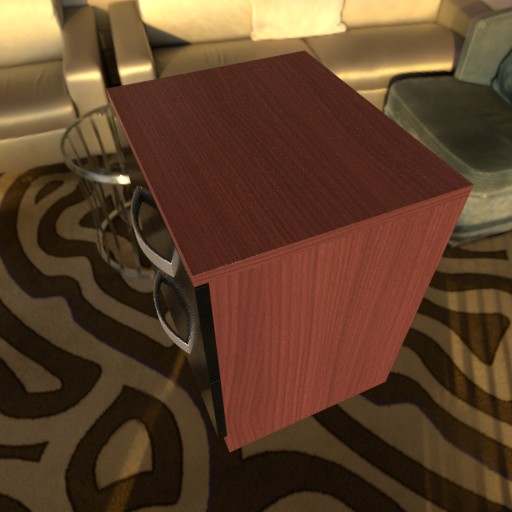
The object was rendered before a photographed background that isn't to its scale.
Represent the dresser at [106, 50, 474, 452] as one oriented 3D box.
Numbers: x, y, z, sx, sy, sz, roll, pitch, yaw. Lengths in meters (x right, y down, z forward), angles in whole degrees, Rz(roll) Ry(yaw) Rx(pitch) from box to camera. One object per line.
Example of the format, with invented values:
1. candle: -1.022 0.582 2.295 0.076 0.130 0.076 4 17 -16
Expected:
1. dresser: 0.000 0.000 0.746 0.360 0.470 0.400 -18 50 -16
